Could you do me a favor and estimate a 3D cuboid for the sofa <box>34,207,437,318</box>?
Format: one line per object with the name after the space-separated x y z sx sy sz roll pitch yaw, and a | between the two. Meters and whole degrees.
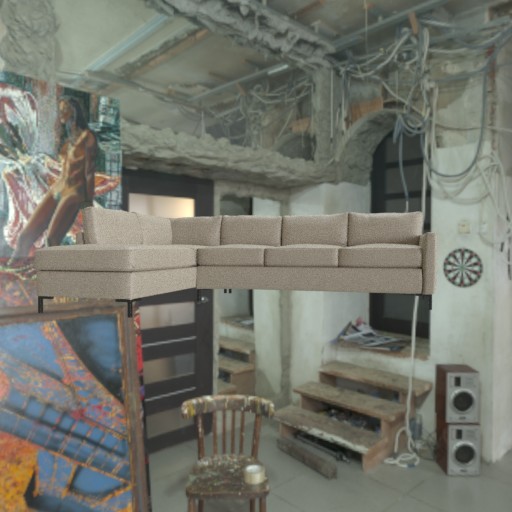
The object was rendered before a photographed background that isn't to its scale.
0.000 0.000 3.148 2.423 0.703 1.617 0 1 17 | sofa
